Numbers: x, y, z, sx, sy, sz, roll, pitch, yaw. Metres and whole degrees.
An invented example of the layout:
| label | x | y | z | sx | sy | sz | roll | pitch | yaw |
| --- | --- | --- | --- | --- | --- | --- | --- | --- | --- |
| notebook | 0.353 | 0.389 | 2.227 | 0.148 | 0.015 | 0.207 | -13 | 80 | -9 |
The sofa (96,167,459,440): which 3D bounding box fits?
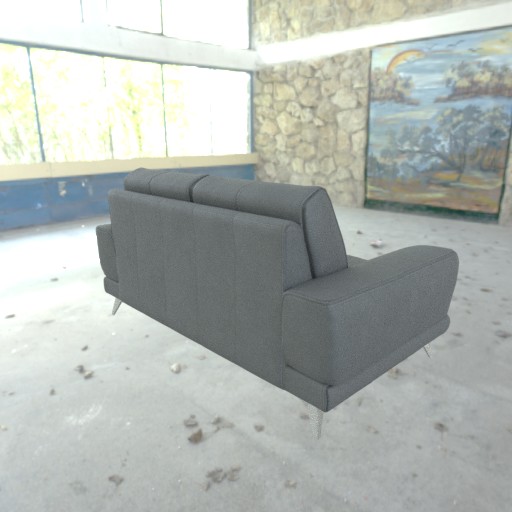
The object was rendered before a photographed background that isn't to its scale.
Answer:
| label | x | y | z | sx | sy | sz | roll | pitch | yaw |
| --- | --- | --- | --- | --- | --- | --- | --- | --- | --- |
| sofa | 0.000 | 0.000 | 2.397 | 1.018 | 0.907 | 1.806 | -14 | 21 | -42 |
